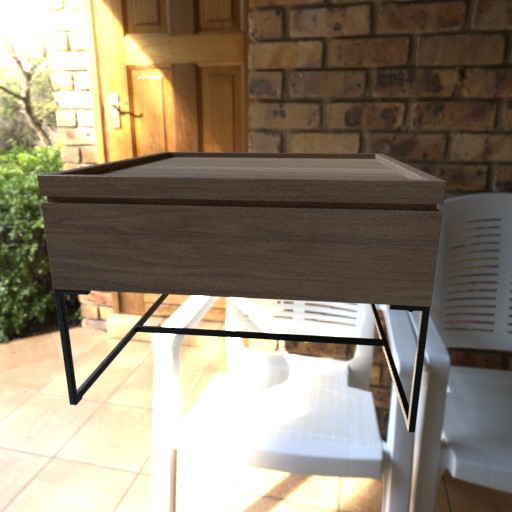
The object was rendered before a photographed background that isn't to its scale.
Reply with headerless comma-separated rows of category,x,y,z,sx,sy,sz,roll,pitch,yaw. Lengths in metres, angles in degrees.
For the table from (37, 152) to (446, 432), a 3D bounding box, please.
table,0.000,0.000,1.110,0.679,0.464,0.676,2,17,7
